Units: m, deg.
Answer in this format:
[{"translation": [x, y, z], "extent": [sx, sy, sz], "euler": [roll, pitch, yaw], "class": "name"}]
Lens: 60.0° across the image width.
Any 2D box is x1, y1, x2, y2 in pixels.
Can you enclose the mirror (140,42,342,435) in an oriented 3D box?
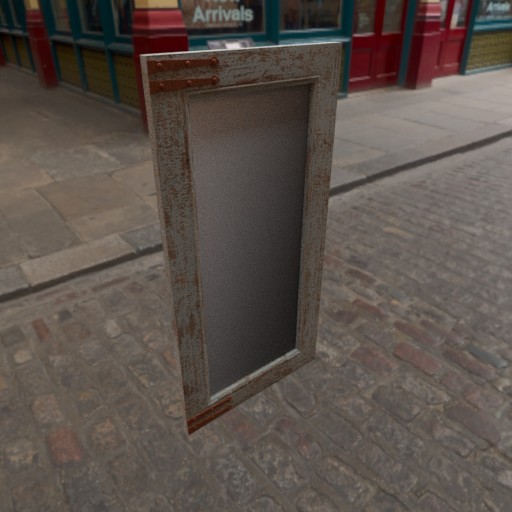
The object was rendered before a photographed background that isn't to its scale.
[{"translation": [0.000, 0.000, 1.081], "extent": [0.472, 0.922, 0.027], "euler": [-21, 36, -33], "class": "mirror"}]
